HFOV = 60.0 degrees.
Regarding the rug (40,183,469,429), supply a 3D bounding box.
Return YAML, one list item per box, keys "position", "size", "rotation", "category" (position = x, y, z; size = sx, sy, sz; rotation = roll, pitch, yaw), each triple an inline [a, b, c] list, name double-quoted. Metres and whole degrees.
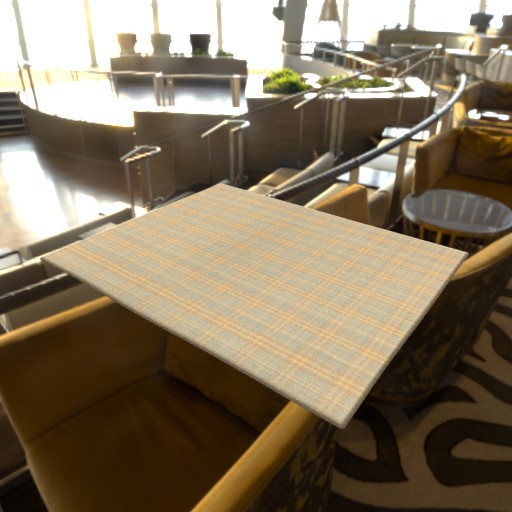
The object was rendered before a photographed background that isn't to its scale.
- position: [0.000, 0.000, 4.043]
  size: [3.066, 0.030, 2.462]
  rotation: [21, 35, 32]
  category: "rug"
